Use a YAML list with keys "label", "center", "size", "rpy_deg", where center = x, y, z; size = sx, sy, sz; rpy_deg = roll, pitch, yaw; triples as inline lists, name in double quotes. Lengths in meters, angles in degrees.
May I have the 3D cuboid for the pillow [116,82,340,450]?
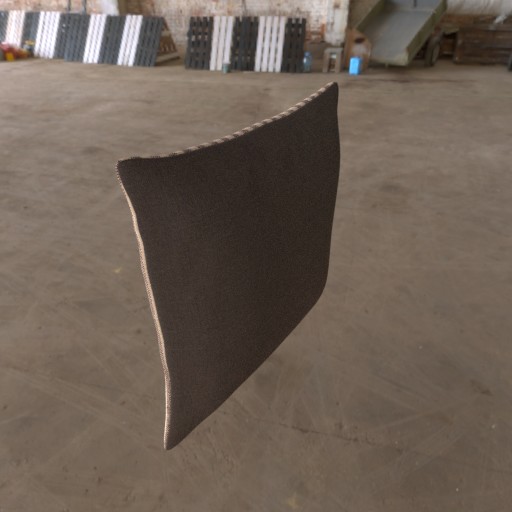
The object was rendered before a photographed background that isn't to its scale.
- label: "pillow"
  center: [0.000, 0.000, 0.779]
  size: [0.166, 0.506, 0.523]
  rpy_deg: [20, 38, 29]
